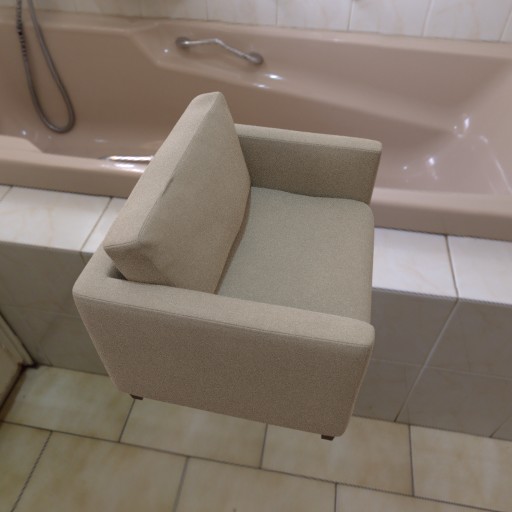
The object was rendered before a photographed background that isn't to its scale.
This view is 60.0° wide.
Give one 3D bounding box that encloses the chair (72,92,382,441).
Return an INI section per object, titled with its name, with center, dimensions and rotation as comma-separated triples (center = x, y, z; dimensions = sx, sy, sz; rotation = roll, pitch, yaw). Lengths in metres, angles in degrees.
[chair]
center = 0.000, 0.000, 1.833
dimensions = 0.959, 0.961, 1.107
rotation = 9, 47, 8
